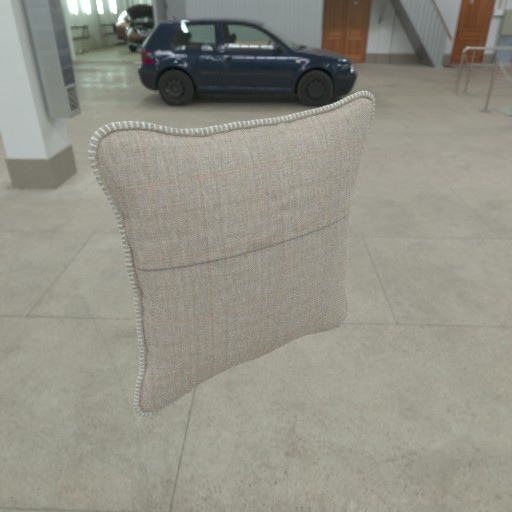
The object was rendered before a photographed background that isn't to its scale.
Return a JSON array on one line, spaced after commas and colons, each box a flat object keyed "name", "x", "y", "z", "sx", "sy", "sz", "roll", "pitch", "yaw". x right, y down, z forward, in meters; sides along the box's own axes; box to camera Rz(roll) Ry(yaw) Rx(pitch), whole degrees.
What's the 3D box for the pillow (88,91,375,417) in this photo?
[{"name": "pillow", "x": 0.000, "y": 0.000, "z": 0.750, "sx": 0.485, "sy": 0.494, "sz": 0.124, "roll": -18, "pitch": 34, "yaw": -29}]
